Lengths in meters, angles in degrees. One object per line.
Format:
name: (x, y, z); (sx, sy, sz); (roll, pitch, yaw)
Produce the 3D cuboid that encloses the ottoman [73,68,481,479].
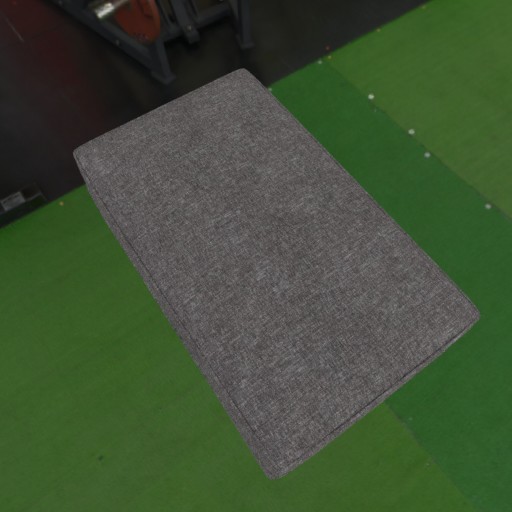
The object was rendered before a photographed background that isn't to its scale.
ottoman: (0.000, 0.000, 1.488); (0.717, 0.487, 1.184); (-31, 67, -15)
